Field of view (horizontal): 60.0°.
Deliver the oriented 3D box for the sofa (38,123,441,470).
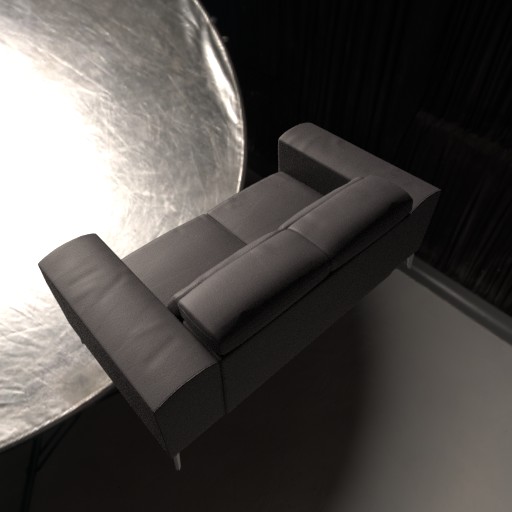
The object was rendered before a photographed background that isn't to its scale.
[{"bbox_3d":[0.000,0.000,2.406,1.895,0.779,1.003,-34,55,-28],"label":"sofa"}]
